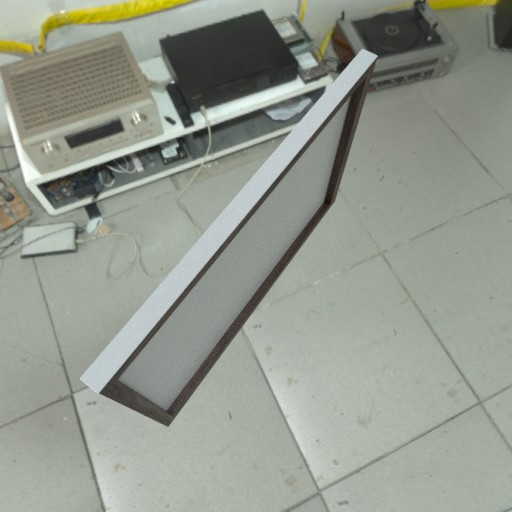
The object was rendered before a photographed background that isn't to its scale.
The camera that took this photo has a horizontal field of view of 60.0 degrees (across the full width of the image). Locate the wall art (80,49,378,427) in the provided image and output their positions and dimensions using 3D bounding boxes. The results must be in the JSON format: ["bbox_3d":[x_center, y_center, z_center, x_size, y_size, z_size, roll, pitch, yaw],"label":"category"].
[{"bbox_3d":[0.000,0.000,1.411,0.051,0.761,1.138,32,68,14],"label":"wall art"}]
